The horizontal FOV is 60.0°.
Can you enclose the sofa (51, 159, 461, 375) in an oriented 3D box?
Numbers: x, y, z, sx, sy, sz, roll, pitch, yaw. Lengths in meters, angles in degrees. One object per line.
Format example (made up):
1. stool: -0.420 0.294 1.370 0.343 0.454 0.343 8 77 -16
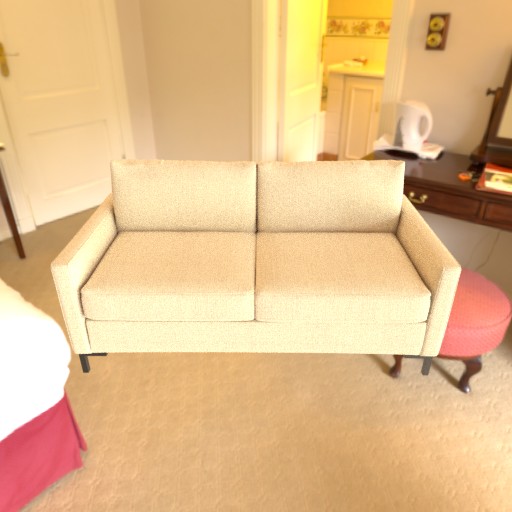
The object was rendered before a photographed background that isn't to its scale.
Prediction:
1. sofa: 0.000 0.000 2.156 1.651 0.812 0.839 0 29 1
